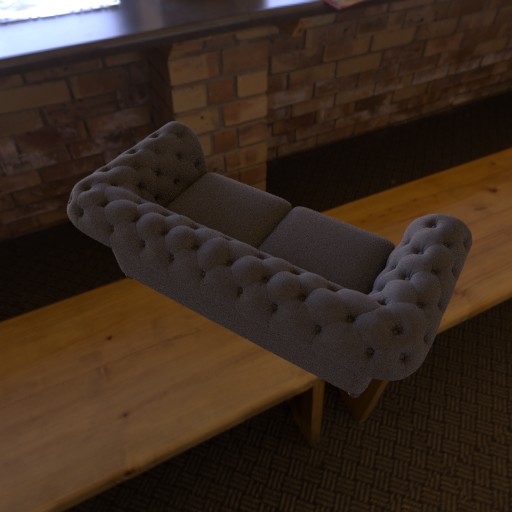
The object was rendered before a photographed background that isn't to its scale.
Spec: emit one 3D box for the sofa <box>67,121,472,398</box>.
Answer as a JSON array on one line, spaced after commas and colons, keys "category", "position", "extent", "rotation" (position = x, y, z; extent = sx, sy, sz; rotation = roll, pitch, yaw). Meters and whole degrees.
[{"category": "sofa", "position": [0.000, 0.000, 2.491], "extent": [1.998, 0.764, 0.986], "rotation": [24, 51, 21]}]
